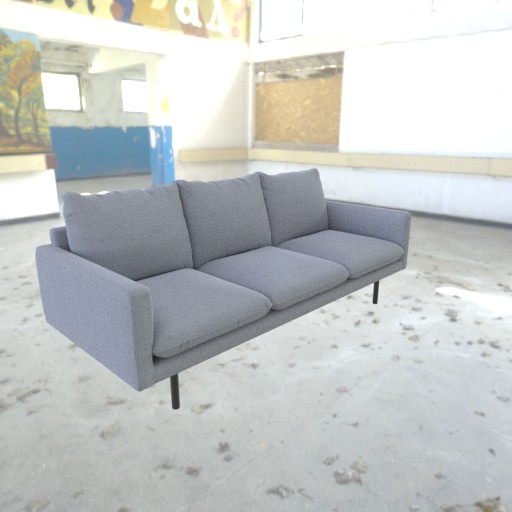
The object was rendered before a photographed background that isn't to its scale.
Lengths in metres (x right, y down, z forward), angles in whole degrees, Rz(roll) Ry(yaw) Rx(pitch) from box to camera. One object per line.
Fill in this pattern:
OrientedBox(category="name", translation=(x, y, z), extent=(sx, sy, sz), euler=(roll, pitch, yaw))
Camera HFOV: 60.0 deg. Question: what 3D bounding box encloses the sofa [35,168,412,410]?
OrientedBox(category="sofa", translation=(0.000, 0.000, 2.434), extent=(0.850, 0.830, 2.000), euler=(16, 22, 42))
